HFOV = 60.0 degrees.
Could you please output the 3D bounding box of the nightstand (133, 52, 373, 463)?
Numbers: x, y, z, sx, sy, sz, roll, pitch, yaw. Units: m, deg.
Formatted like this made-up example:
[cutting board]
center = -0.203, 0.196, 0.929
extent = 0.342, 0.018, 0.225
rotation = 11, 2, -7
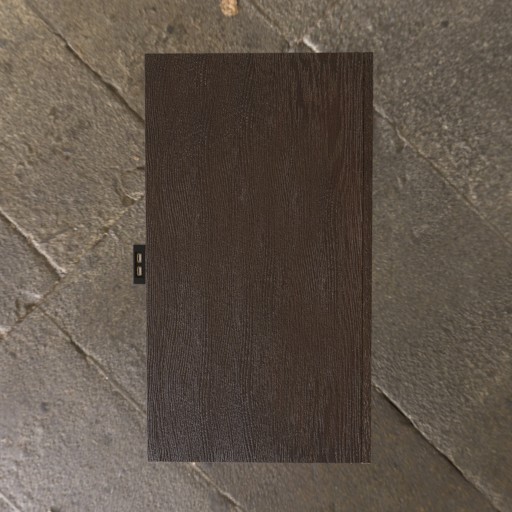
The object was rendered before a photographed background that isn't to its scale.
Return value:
[nightstand]
center = 0.000, 0.000, 1.141
extent = 0.457, 0.612, 0.775
rotation = 0, 91, 1
